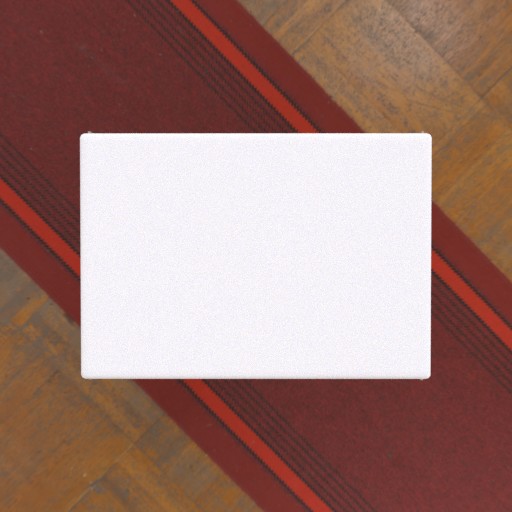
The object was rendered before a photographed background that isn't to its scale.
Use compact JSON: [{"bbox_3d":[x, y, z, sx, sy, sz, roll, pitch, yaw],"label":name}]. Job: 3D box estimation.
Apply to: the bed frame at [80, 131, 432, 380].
[{"bbox_3d":[0.000,0.000,2.643,1.945,0.497,1.445,0,91,0],"label":"bed frame"}]
